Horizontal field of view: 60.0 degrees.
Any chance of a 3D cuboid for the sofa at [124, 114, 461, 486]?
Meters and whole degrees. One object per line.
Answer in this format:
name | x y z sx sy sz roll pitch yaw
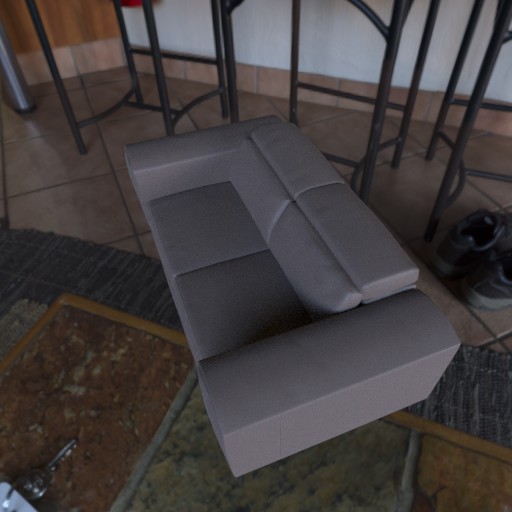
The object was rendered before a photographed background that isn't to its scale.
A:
sofa | 0.000 0.000 2.352 1.003 0.779 1.895 -16 49 -14
